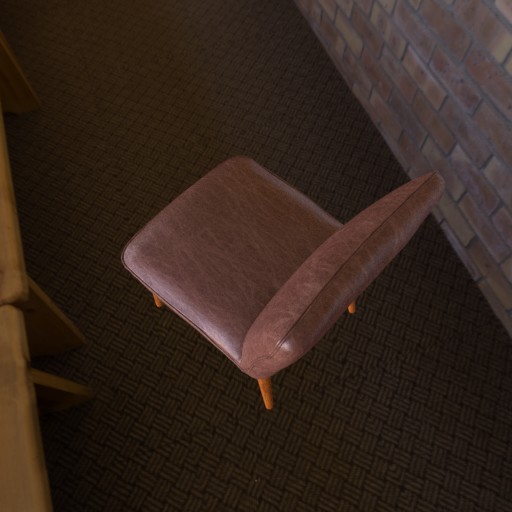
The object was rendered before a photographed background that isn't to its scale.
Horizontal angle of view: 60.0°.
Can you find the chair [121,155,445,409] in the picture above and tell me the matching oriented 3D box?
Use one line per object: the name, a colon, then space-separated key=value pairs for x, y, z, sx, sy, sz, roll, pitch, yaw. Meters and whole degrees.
chair: x=0.000 y=0.000 z=1.224 sx=0.645 sy=0.803 sz=0.543 roll=35 pitch=68 yaw=16
